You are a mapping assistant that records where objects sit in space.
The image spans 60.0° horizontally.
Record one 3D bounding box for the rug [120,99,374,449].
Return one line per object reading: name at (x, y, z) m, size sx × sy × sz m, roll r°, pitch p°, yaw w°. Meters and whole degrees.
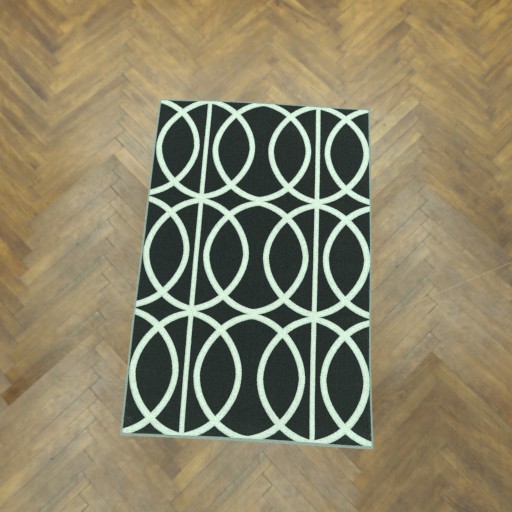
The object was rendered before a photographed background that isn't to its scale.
rug at (0.000, 0.000, 2.920) m, size 1.526 × 0.014 × 2.290 m, roll 3°, pitch 76°, yaw 1°
